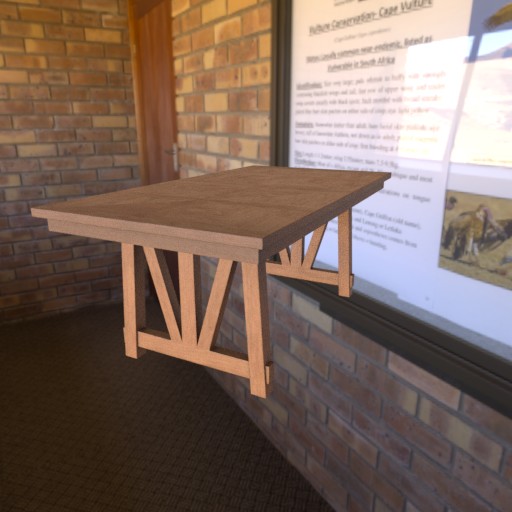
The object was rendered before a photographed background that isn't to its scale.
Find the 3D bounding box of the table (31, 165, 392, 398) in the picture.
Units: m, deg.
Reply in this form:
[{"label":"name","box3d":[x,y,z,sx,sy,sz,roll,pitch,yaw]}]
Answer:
[{"label":"table","box3d":[0.000,0.000,2.425,1.016,0.768,1.881,9,19,26]}]
